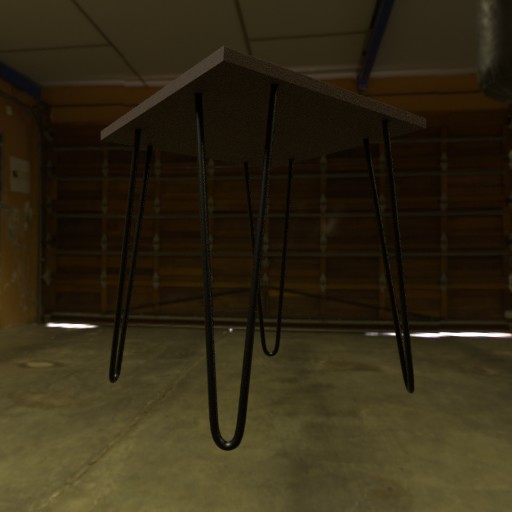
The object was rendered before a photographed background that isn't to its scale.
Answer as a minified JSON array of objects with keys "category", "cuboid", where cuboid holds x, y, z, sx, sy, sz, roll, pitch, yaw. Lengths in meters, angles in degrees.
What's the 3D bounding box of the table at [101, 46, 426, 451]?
[{"category":"table","cuboid":[0.000,0.000,0.943,0.495,0.559,0.495,1,-1,-38]}]
